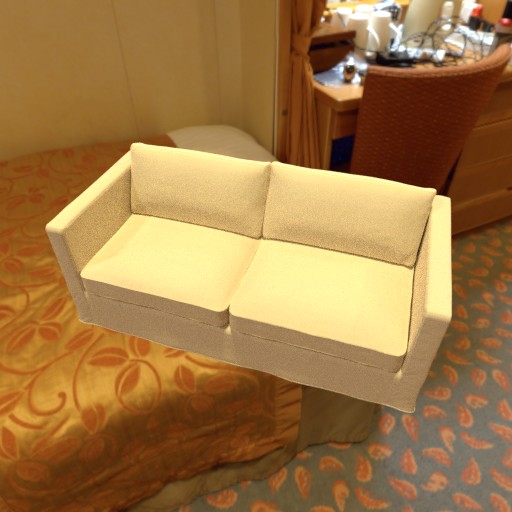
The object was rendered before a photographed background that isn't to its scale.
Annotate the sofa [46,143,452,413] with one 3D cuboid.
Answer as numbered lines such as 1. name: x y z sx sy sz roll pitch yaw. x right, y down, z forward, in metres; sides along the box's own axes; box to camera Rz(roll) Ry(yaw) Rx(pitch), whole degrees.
1. sofa: 0.000 0.000 2.520 1.987 0.870 0.940 12 43 13
